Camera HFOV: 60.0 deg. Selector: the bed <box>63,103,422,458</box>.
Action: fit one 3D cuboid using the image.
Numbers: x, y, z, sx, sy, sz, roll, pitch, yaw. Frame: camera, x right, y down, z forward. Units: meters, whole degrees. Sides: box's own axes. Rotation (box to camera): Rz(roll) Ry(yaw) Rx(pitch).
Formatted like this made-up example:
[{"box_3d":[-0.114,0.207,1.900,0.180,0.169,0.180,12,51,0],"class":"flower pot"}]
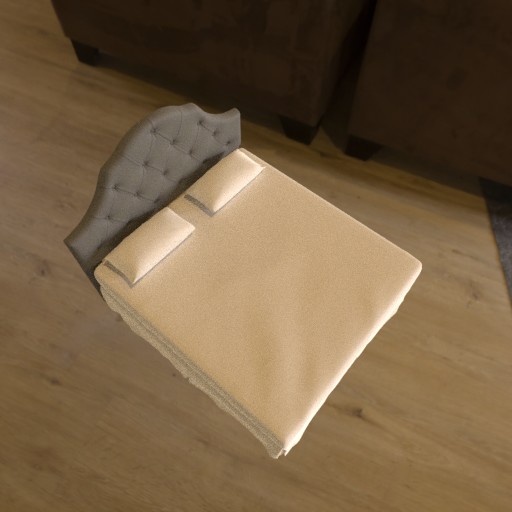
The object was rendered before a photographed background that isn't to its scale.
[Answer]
[{"box_3d":[0.000,0.000,3.613,2.214,1.615,2.008,36,66,20],"class":"bed"}]
